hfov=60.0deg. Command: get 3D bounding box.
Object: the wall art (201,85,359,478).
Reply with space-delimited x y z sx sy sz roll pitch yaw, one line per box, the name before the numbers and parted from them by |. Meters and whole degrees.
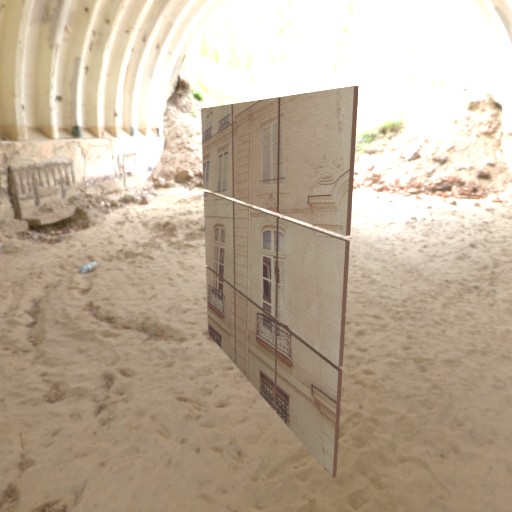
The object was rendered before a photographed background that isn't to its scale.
wall art | 0.000 0.000 1.838 0.024 1.218 1.221 -7 17 -25
